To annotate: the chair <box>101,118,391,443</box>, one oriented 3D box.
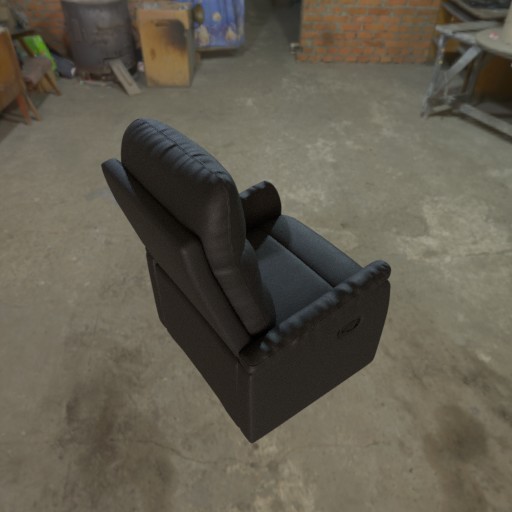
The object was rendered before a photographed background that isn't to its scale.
[{"bbox_3d":[0.000,0.000,1.670,0.831,1.082,0.775,-25,46,-27],"label":"chair"}]
